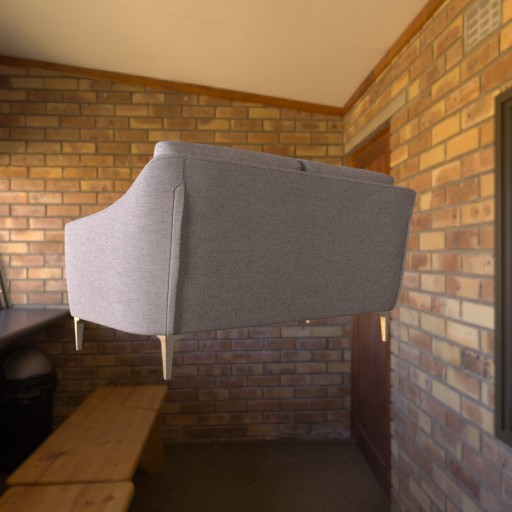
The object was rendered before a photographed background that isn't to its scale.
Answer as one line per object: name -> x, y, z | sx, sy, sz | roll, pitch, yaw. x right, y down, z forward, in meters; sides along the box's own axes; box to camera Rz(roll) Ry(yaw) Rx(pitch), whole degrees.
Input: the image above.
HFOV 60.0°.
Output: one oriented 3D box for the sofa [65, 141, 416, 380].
sofa -> 0.000, 0.000, 2.236 | 1.619, 0.904, 0.960 | 0, 0, -36
